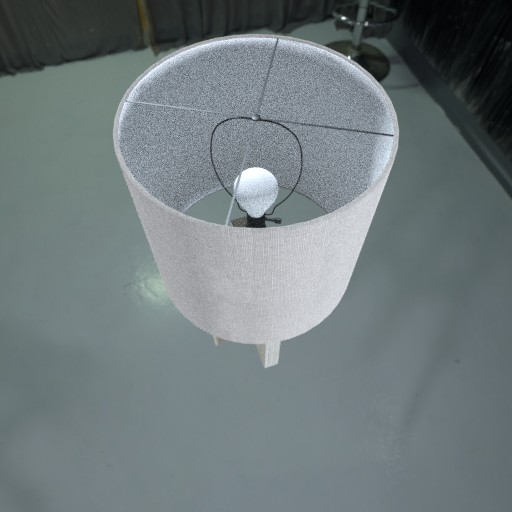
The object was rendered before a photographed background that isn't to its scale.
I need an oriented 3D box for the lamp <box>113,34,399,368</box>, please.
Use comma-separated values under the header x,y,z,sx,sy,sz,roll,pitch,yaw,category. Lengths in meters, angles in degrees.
x,y,z,sx,sy,sz,roll,pitch,yaw,category
0.000,0.000,0.539,0.229,0.428,0.229,-17,60,-10,lamp
